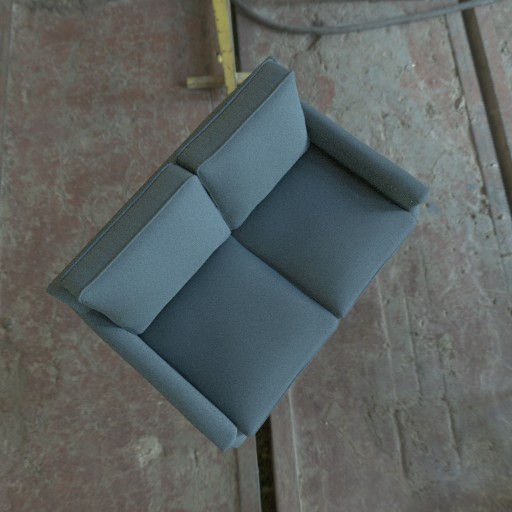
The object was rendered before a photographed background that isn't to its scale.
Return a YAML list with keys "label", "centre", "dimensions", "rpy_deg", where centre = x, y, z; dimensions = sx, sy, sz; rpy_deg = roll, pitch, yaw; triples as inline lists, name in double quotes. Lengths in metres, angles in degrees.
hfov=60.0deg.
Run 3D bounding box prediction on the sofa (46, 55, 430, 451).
- label: "sofa"
  centre: [0.000, 0.000, 2.250]
  dimensions: [1.084, 1.003, 1.597]
  rpy_deg: [39, 79, 9]
